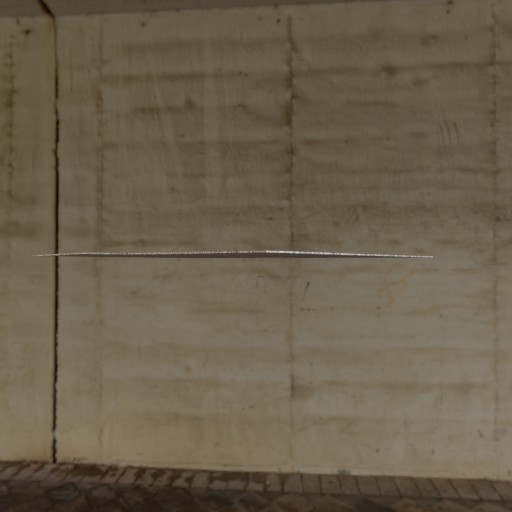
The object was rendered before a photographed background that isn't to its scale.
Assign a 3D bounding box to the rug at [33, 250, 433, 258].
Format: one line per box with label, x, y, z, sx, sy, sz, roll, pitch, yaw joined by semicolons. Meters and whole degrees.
rug;0.000;0.000;4.226;2.430;0.030;3.054;-1;-1;37
